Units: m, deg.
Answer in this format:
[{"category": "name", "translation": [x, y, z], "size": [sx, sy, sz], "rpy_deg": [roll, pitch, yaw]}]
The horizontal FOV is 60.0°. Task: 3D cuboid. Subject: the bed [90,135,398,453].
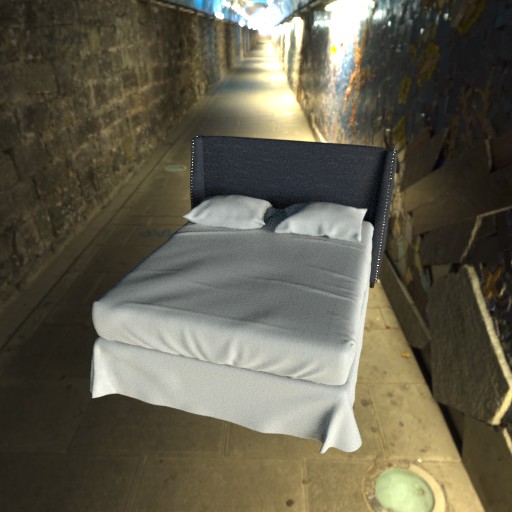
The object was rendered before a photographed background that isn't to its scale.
[{"category": "bed", "translation": [0.000, 0.000, 3.457], "size": [1.925, 1.332, 2.276], "rpy_deg": [8, 28, 15]}]
